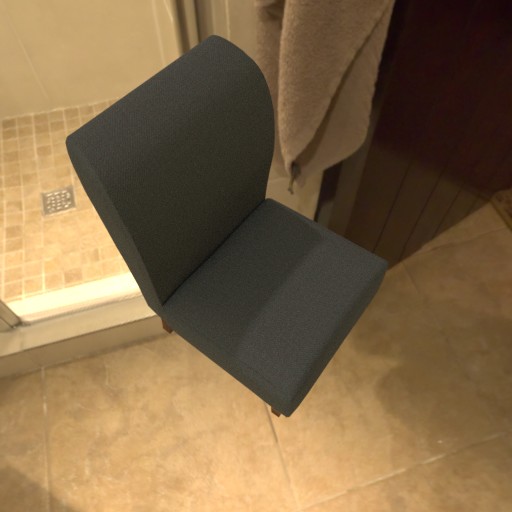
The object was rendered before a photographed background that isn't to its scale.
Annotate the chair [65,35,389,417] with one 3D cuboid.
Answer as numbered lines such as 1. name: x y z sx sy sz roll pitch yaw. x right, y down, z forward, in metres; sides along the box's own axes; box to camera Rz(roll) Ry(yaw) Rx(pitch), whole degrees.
1. chair: 0.000 0.000 1.159 0.592 0.804 0.513 31 63 18
